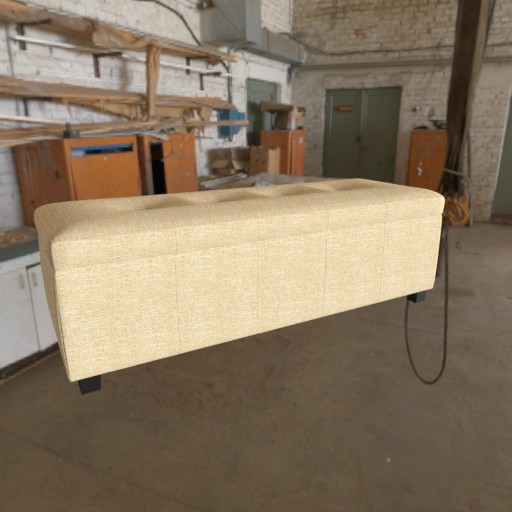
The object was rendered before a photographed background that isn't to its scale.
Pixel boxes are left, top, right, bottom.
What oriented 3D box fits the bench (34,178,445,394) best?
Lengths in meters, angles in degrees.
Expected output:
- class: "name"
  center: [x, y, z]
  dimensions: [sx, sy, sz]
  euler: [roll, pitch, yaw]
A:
- class: "bench"
  center: [0.000, 0.000, 1.417]
  dimensions: [1.219, 0.406, 0.432]
  euler: [-9, 19, -28]
